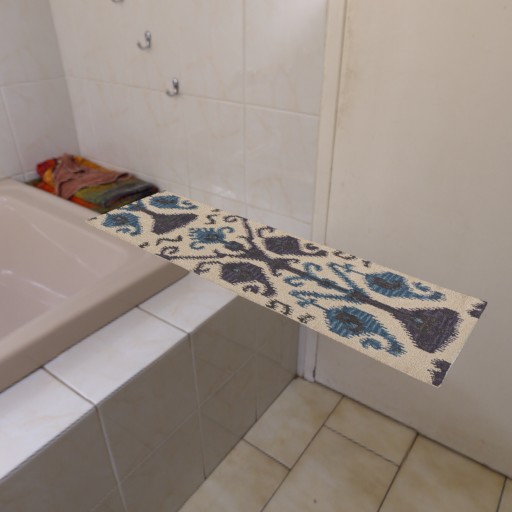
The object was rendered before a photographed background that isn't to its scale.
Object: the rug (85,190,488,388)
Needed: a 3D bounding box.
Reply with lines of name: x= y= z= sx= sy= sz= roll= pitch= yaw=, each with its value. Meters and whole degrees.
rug: x=0.000 y=0.000 z=2.507 sx=2.301 sy=0.017 sz=0.692 roll=22 pitch=37 yaw=32
